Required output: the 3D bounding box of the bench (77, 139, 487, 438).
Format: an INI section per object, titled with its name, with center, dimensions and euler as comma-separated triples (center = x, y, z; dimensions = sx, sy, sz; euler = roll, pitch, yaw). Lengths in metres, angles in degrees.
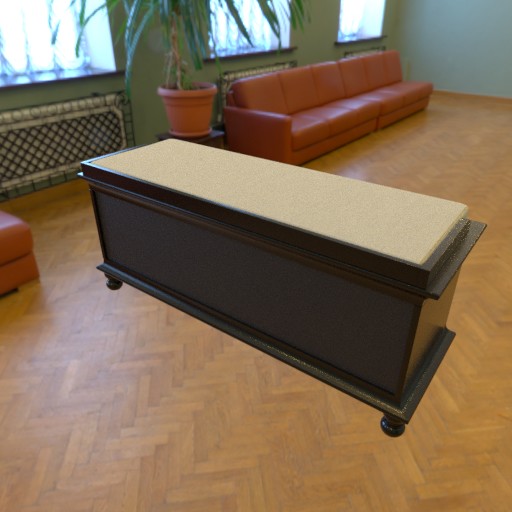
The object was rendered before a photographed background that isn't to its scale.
[bench]
center = 0.000, 0.000, 1.405
dimensions = 1.185, 0.501, 0.402
euler = 20, 35, 31
